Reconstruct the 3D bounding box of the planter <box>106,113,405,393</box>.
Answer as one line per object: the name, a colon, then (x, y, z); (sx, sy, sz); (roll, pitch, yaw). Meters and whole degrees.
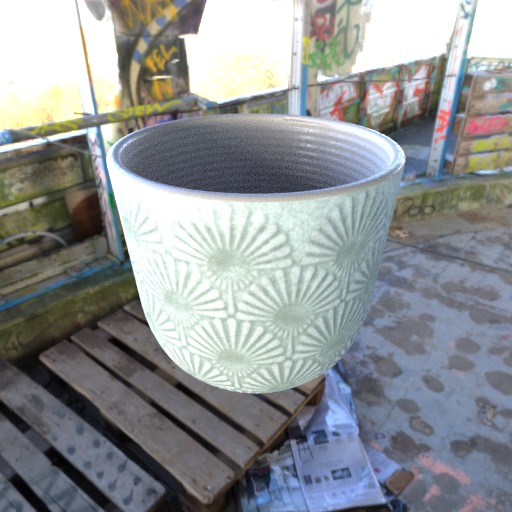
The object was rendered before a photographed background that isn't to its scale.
planter: (0.000, 0.000, 0.298); (0.170, 0.152, 0.170); (0, 30, 0)
